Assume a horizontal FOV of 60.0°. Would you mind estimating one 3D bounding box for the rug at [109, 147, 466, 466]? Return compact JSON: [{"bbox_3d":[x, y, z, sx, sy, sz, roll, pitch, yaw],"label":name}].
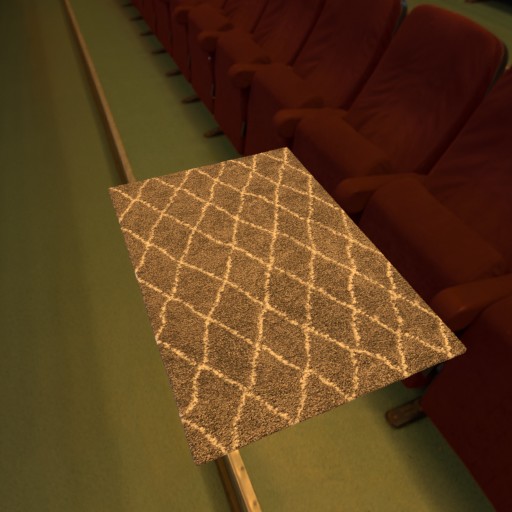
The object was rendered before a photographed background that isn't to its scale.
[{"bbox_3d":[0.000,0.000,2.313,1.219,0.030,1.778,-17,47,-16],"label":"rug"}]
